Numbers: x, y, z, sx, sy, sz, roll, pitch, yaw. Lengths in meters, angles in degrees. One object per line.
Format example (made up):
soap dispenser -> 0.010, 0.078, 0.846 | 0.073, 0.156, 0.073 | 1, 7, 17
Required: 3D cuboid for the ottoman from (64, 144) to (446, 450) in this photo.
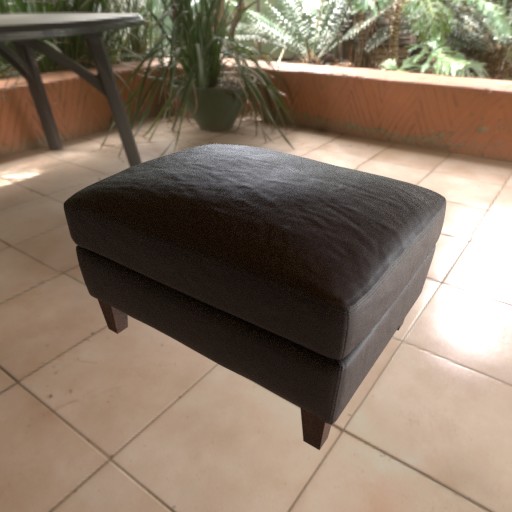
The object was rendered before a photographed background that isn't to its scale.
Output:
ottoman -> 0.000, 0.000, 1.294 | 0.887, 0.529, 0.659 | 20, 36, 30
